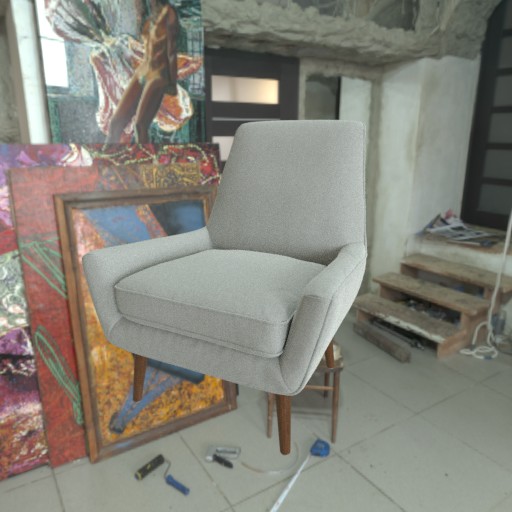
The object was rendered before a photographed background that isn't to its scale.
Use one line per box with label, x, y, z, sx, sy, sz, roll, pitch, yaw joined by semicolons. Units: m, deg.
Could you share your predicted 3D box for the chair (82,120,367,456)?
chair;0.000;0.000;1.482;0.787;0.888;0.822;8;17;27
